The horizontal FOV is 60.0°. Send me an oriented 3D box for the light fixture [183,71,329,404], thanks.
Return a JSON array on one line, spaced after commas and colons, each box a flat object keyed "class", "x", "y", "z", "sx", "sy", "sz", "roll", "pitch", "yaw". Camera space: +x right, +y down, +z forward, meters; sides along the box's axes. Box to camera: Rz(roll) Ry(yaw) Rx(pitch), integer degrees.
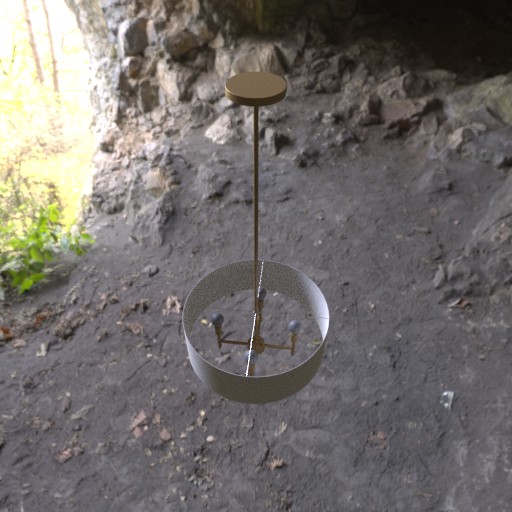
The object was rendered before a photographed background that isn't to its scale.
[{"class": "light fixture", "x": 0.000, "y": 0.000, "z": 1.349, "sx": 0.508, "sy": 1.067, "sz": 0.508, "roll": 0, "pitch": 45, "yaw": 0}]
